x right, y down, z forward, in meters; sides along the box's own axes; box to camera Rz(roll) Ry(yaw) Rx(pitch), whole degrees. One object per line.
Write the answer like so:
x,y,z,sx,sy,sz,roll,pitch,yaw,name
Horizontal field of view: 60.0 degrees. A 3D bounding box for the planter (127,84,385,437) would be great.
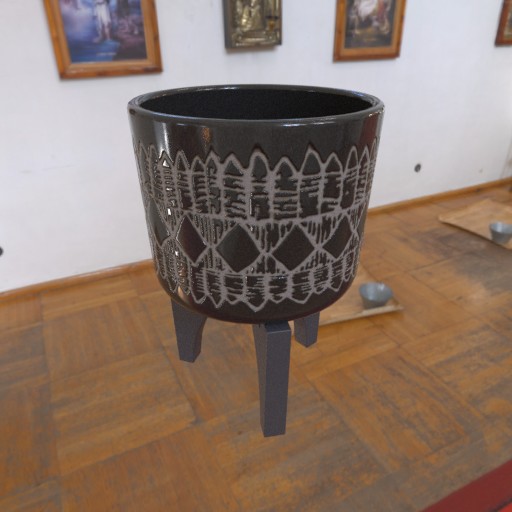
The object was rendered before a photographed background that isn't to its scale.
0.000,0.000,0.523,0.251,0.355,0.251,9,29,16,planter
